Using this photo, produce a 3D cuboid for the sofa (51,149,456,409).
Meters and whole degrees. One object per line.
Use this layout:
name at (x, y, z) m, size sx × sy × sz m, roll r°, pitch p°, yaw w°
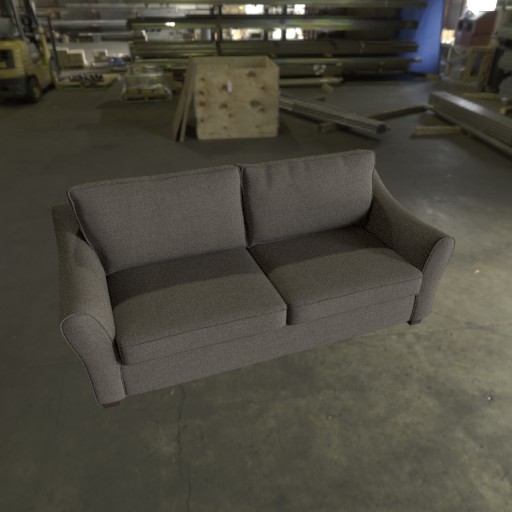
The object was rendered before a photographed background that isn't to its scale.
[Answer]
sofa at (0.000, 0.000, 2.682) m, size 2.203 × 0.976 × 1.013 m, roll -11°, pitch 32°, yaw -18°
